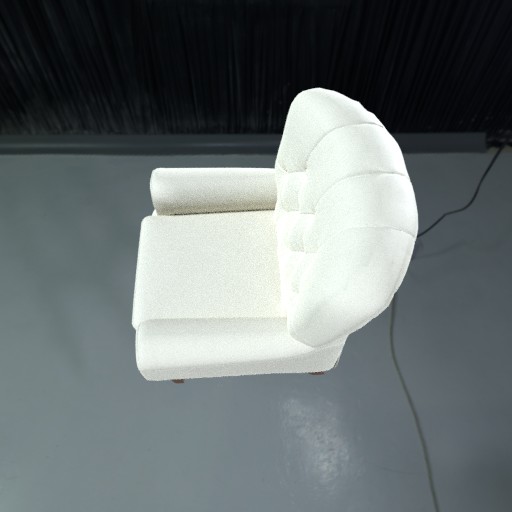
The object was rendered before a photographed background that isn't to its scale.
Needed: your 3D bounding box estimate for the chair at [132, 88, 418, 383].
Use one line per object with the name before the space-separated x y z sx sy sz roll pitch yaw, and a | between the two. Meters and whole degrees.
chair | 0.000 0.000 2.029 1.132 1.169 1.035 -2 60 -1
